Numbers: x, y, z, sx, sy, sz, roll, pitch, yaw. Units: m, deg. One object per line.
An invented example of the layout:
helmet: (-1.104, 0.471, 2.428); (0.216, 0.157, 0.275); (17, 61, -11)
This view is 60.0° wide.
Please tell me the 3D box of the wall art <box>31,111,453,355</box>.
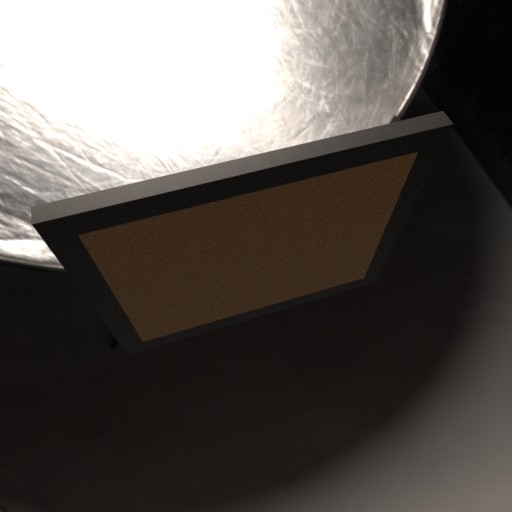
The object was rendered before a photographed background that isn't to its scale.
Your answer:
wall art: (0.000, 0.000, 0.766); (0.561, 0.460, 0.028); (-15, 60, -9)
